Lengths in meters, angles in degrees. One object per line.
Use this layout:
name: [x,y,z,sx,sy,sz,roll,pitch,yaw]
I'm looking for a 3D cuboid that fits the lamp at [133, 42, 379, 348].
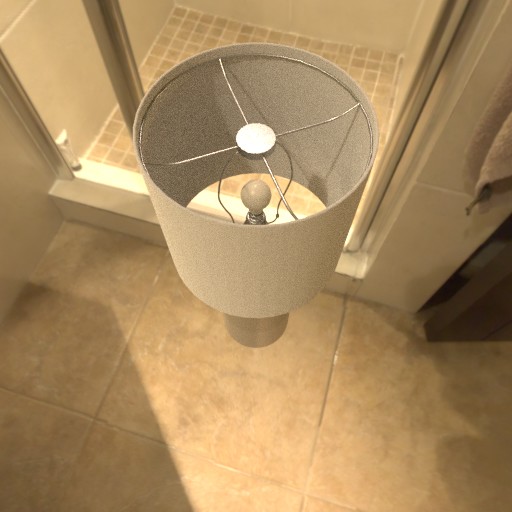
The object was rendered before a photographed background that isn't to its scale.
lamp: [0.000,0.000,0.601,0.212,0.493,0.212,-18,64,-9]
